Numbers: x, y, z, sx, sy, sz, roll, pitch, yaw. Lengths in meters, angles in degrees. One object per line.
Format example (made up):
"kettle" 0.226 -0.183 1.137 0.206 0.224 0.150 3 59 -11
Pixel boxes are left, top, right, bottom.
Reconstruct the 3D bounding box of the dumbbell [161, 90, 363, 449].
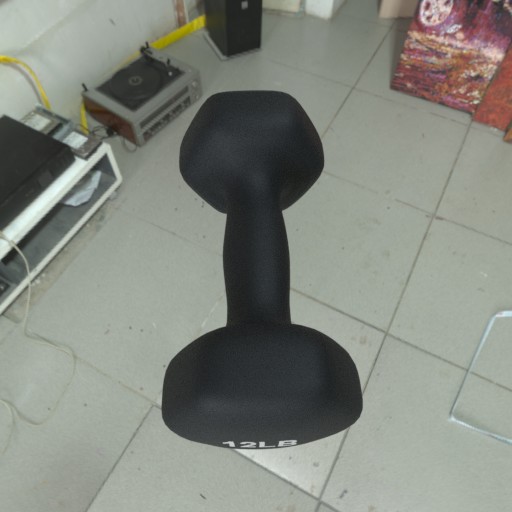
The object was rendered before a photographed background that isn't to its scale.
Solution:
"dumbbell" 0.000 0.000 0.292 0.112 0.101 0.231 -1 59 -1
